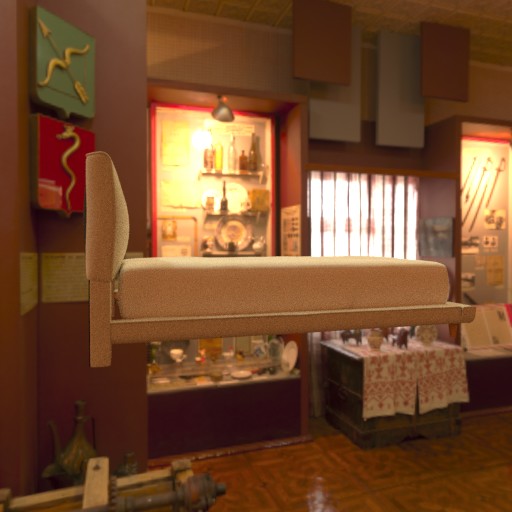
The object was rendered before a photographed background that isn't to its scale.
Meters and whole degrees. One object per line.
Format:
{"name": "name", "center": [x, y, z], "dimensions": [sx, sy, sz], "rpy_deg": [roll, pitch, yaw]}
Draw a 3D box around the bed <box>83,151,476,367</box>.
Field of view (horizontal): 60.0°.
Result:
{"name": "bed", "center": [0.000, 0.000, 3.543], "dimensions": [2.498, 1.126, 1.980], "rpy_deg": [0, 1, -17]}
